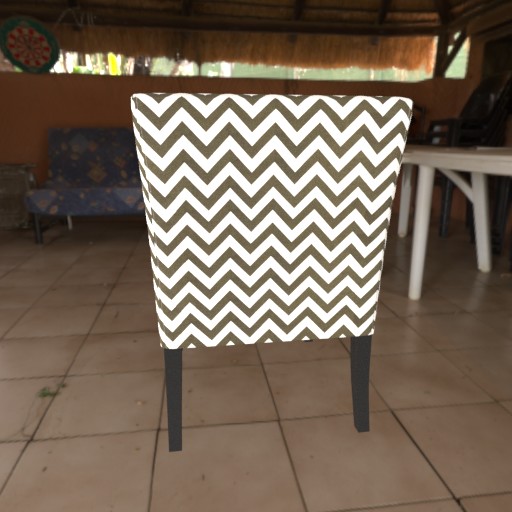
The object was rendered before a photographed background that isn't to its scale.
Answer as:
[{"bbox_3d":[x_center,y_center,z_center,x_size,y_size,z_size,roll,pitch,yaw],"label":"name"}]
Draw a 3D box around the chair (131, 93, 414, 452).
[{"bbox_3d":[0.000,0.000,1.298,0.589,0.838,0.648,-2,15,-9],"label":"chair"}]
